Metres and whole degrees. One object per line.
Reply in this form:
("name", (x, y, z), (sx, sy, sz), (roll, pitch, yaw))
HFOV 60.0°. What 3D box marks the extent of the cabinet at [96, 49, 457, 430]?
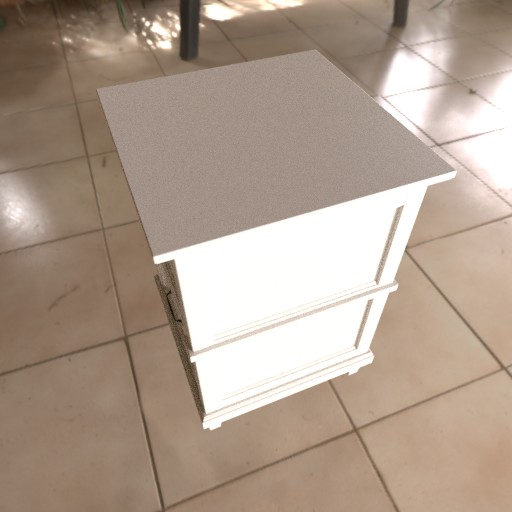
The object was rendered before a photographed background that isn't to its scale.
("cabinet", (0.000, 0.000, 1.168), (0.547, 0.775, 0.544), (-17, 50, -15))
